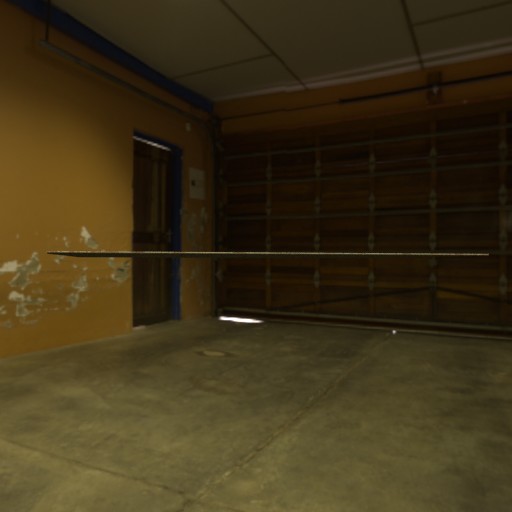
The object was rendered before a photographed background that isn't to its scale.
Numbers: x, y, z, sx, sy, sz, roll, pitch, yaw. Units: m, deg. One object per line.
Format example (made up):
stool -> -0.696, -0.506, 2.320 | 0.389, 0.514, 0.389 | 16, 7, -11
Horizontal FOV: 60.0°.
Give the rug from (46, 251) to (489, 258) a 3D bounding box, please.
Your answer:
rug -> 0.000, 0.000, 2.316 | 1.829, 0.008, 1.219 | 0, -1, -17
